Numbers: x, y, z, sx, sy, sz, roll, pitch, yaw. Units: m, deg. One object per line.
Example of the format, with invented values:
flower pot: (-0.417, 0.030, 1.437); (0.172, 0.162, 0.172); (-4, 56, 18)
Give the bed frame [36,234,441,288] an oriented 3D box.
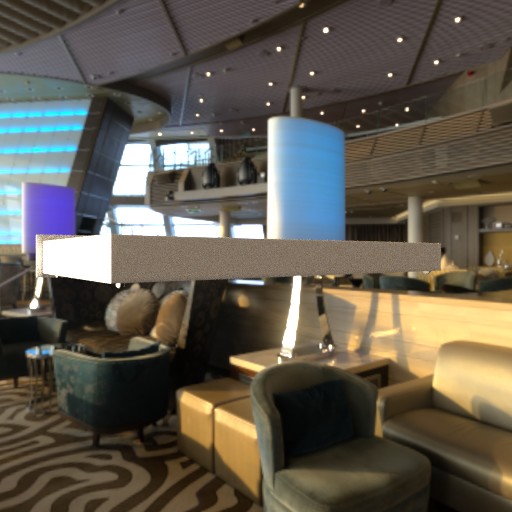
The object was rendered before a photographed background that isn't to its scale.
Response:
bed frame: (0.000, 0.000, 1.576); (1.300, 0.141, 0.670); (0, 0, -37)
